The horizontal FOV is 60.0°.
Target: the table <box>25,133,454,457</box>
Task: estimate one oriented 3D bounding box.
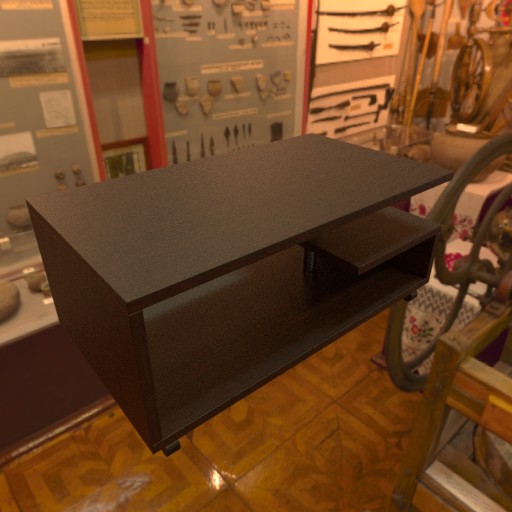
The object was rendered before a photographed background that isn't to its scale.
[{"bbox_3d":[0.000,0.000,1.344,1.050,0.460,0.590,-22,36,-34],"label":"table"}]
